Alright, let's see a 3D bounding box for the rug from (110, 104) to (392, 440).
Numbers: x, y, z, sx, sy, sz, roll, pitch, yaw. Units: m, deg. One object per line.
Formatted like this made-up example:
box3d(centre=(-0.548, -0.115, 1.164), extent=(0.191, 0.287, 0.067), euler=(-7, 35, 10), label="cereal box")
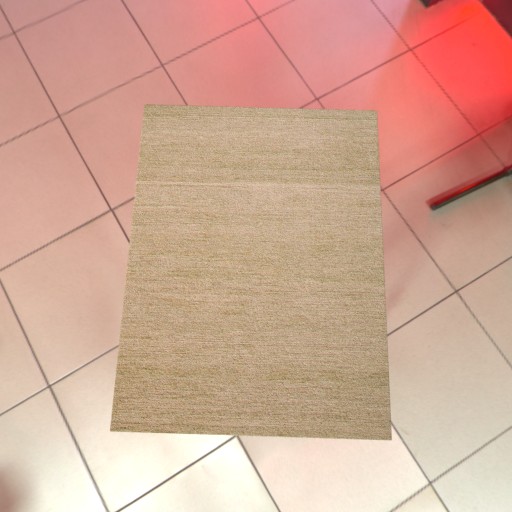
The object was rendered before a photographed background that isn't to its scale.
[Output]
box3d(centre=(0.000, 0.000, 4.213), extent=(2.425, 0.016, 3.198), euler=(2, 75, 0), label="rug")
